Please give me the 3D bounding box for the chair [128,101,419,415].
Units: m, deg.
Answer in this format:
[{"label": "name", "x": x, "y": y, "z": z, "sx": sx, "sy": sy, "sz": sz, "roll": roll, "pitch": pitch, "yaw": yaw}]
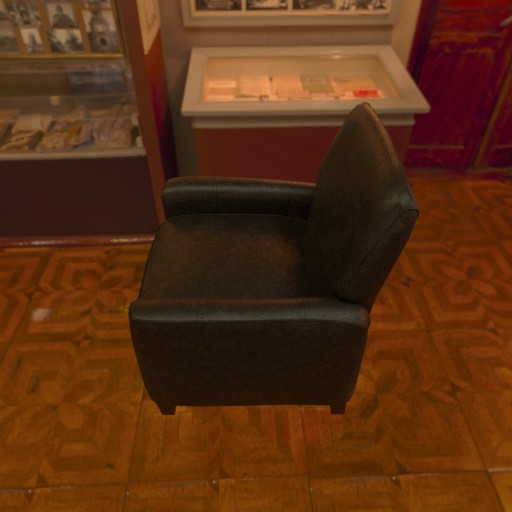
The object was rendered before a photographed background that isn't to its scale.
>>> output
[{"label": "chair", "x": 0.000, "y": 0.000, "z": 1.693, "sx": 0.864, "sy": 1.014, "sz": 0.848, "roll": 0, "pitch": 41, "yaw": 0}]
